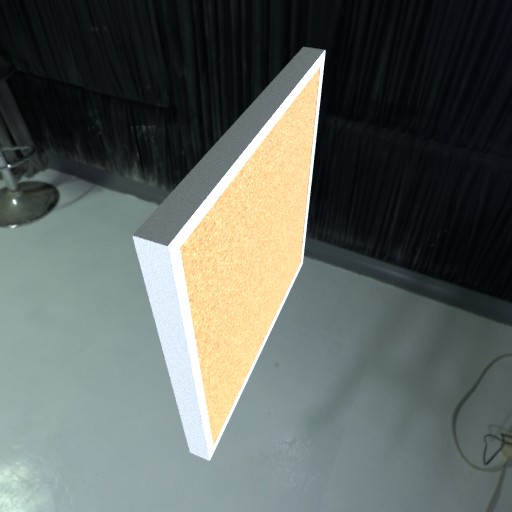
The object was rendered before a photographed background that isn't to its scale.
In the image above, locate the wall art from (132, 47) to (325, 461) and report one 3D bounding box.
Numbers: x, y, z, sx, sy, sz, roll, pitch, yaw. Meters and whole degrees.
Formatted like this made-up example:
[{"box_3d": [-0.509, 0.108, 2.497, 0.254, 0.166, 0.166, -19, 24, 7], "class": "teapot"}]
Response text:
[{"box_3d": [0.000, 0.000, 0.747, 0.038, 0.505, 0.506, 16, 47, 16], "class": "wall art"}]
